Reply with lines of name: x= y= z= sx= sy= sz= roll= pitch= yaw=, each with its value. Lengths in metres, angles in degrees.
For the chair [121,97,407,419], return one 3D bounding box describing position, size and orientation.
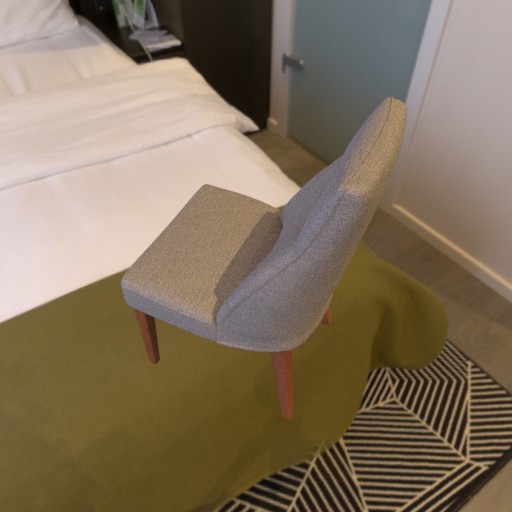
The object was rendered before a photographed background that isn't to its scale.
chair: x=0.000 y=0.000 z=1.281 sx=0.620 sy=0.930 sz=0.500 roll=18 pitch=49 yaw=17
